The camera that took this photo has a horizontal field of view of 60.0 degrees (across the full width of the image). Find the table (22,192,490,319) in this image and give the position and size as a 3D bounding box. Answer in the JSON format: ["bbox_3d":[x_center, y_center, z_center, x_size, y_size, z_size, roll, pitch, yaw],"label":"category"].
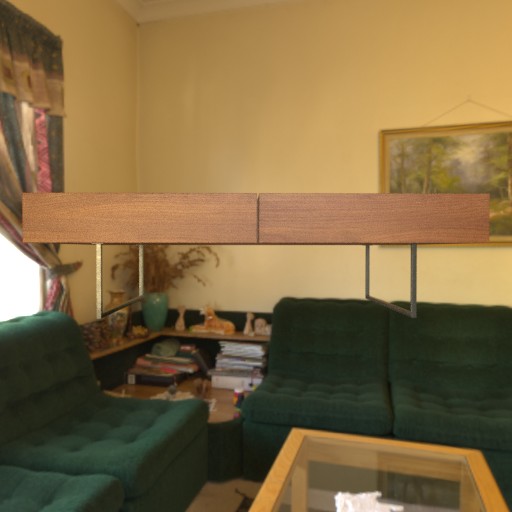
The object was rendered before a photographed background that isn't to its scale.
[{"bbox_3d":[0.000,0.000,1.439,1.194,0.330,0.610,0,1,-1],"label":"table"}]
